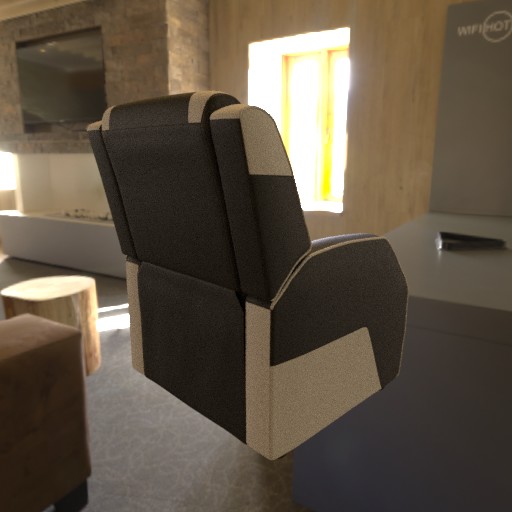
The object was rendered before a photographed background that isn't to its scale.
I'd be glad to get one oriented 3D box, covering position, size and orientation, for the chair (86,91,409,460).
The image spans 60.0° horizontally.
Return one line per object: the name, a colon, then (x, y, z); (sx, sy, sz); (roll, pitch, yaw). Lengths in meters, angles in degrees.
chair: (0.000, 0.000, 1.258); (0.672, 0.805, 0.620); (-12, 18, -43)
